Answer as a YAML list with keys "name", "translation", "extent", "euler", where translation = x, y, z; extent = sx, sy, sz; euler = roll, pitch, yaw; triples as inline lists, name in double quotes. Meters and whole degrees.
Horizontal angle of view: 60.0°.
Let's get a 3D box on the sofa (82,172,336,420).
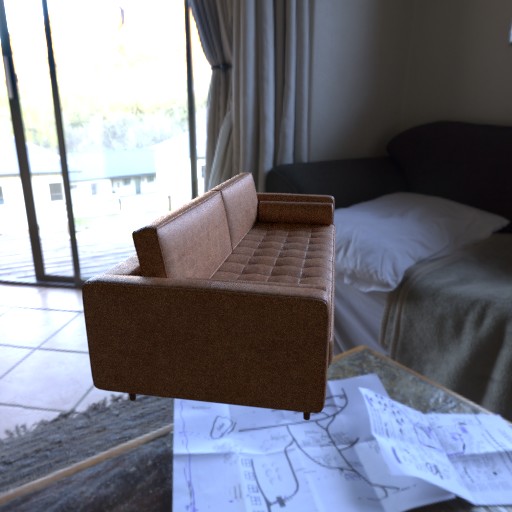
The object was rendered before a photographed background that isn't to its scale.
- name: "sofa"
  translation: [0.000, 0.000, 2.600]
  extent: [0.919, 0.770, 2.200]
  euler: [3, 17, 10]
